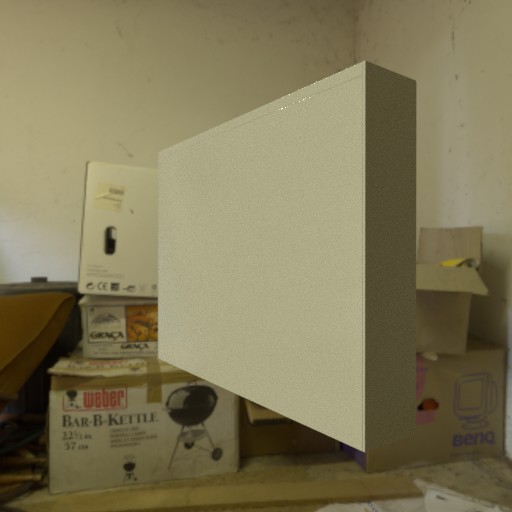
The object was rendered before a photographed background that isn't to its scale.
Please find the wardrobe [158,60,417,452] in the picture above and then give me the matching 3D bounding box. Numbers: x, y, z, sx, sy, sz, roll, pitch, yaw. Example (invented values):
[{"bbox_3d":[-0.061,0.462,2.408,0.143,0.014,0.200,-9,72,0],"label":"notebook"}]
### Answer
[{"bbox_3d":[0.000,0.000,4.045,0.580,2.360,3.000,0,0,-36],"label":"wardrobe"}]
